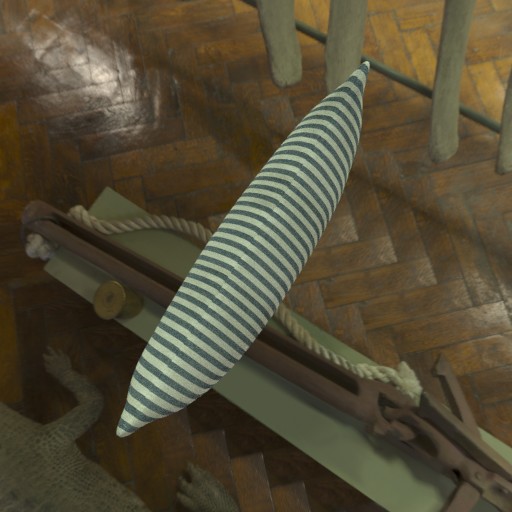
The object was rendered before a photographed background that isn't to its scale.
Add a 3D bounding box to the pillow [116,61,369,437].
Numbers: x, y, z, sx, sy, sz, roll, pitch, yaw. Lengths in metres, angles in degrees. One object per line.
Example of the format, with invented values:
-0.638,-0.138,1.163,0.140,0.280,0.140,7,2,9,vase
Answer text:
0.000,0.000,0.732,0.151,0.295,0.617,32,79,7,pillow
